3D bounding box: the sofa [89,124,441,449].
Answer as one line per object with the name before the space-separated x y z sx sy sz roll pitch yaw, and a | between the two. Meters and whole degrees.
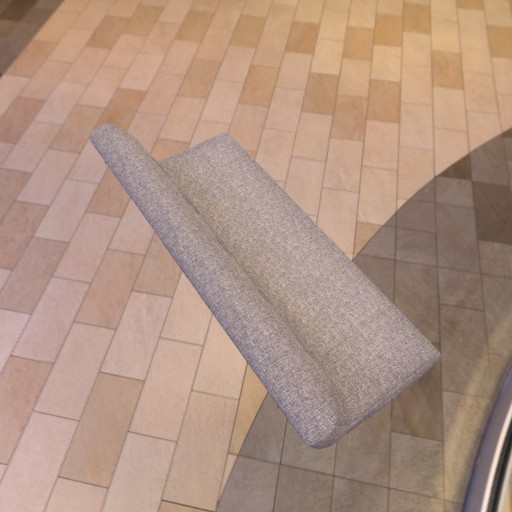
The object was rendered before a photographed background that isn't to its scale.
sofa | 0.000 0.000 2.240 0.820 0.770 1.820 -30 62 -18
